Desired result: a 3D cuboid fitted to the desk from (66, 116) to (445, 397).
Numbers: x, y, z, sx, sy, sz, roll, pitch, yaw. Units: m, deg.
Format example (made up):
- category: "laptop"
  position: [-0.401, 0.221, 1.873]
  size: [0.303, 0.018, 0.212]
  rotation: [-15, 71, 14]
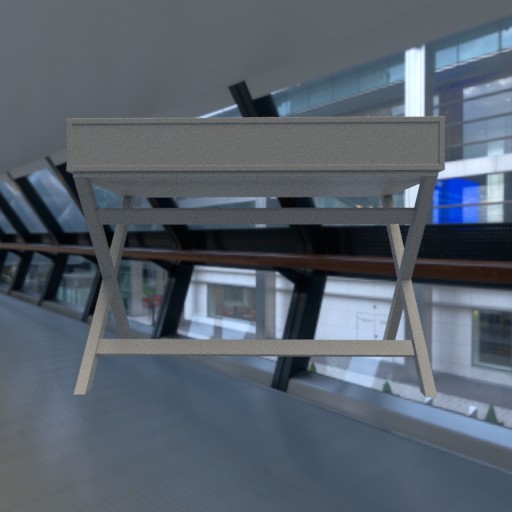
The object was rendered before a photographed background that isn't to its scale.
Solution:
- category: "desk"
  position: [0.000, 0.000, 1.503]
  size: [1.057, 0.780, 0.525]
  rotation: [0, 1, 1]
